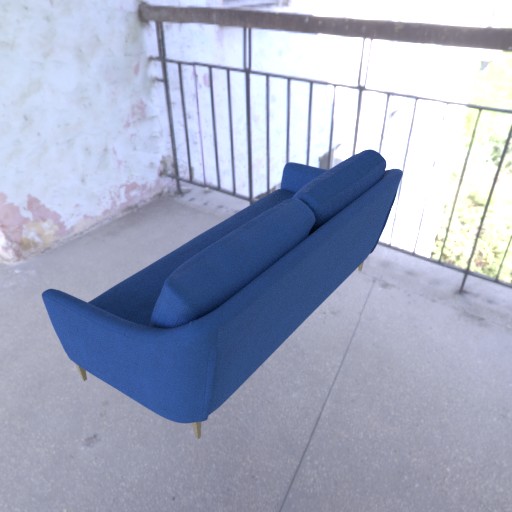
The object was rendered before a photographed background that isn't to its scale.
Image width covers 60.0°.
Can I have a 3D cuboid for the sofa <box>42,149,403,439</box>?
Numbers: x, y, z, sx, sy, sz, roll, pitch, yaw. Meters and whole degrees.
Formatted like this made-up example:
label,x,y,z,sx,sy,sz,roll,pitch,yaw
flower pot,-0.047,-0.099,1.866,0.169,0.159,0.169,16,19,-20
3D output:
label,x,y,z,sx,sy,sz,roll,pitch,yaw
sofa,0.000,0.000,2.533,0.960,0.903,2.036,23,40,30
